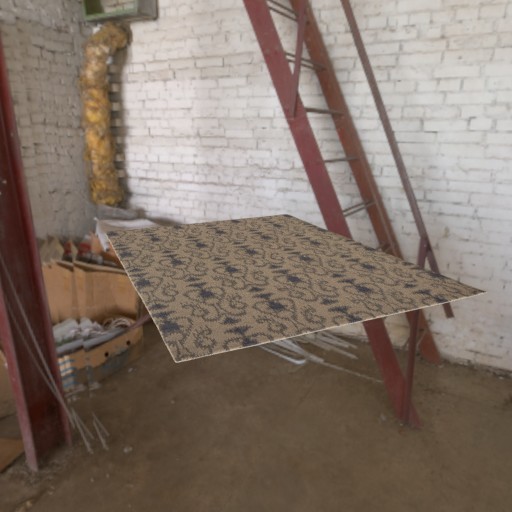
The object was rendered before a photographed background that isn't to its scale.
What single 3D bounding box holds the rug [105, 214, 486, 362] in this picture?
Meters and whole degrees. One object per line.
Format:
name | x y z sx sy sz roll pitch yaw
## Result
rug | 0.000 0.000 4.294 2.437 0.015 3.205 -8 19 -24
